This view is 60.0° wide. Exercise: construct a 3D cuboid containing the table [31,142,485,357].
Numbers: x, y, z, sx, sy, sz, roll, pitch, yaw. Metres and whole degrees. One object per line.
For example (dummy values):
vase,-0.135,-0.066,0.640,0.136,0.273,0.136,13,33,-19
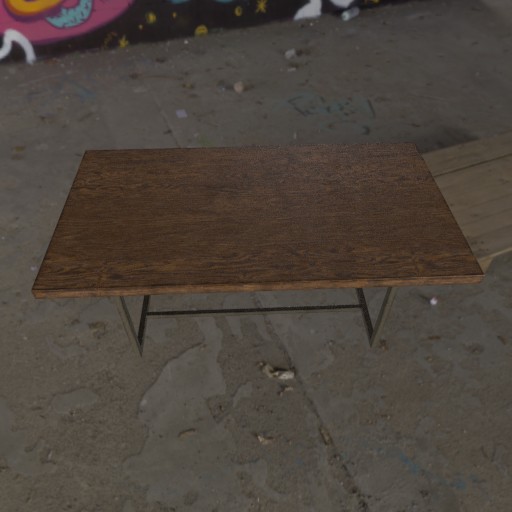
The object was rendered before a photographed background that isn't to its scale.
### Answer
table,0.000,0.000,2.592,1.989,0.795,1.078,-2,47,-2
